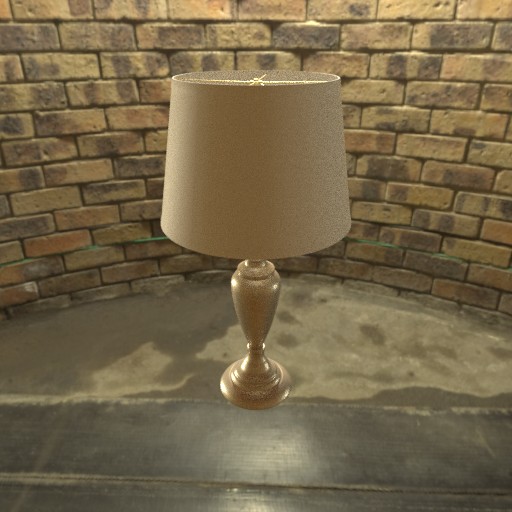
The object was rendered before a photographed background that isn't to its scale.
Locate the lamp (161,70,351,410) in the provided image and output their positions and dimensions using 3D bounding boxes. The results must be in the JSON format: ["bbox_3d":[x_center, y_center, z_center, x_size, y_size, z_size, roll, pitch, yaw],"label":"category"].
[{"bbox_3d":[0.000,0.000,0.813,0.328,0.612,0.328,0,27,0],"label":"lamp"}]
